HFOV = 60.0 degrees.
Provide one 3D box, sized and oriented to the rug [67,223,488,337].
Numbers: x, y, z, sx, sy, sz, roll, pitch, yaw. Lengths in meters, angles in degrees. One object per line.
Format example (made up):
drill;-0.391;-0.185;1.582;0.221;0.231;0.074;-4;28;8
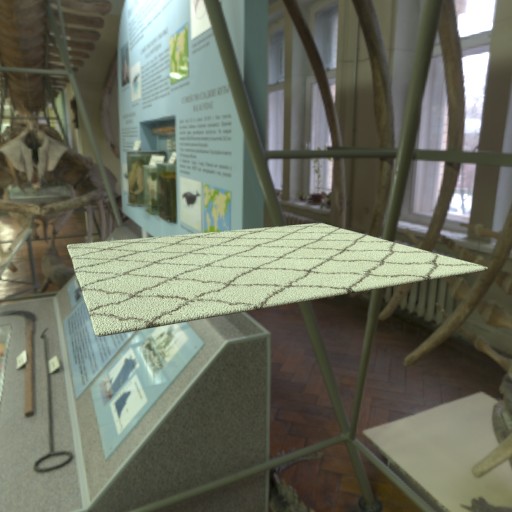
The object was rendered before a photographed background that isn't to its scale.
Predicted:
rug;0.000;0.000;4.033;3.047;0.029;2.438;-7;15;-25
